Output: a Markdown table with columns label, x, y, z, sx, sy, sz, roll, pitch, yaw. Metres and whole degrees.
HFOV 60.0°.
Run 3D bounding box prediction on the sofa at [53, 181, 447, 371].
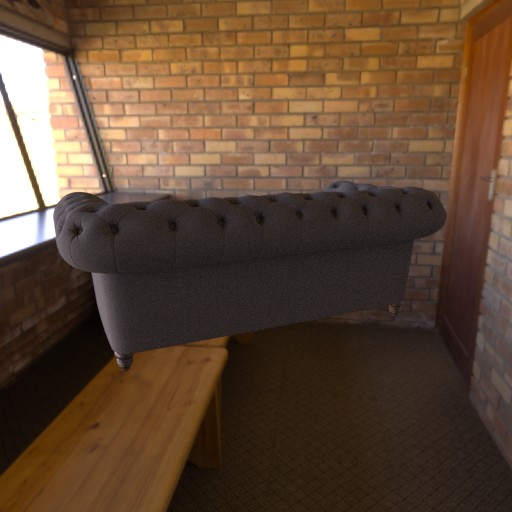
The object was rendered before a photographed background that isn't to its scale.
| label | x | y | z | sx | sy | sz | roll | pitch | yaw |
| --- | --- | --- | --- | --- | --- | --- | --- | --- | --- |
| sofa | 0.000 | 0.000 | 2.456 | 1.998 | 0.764 | 0.986 | -6 | 16 | -24 |
